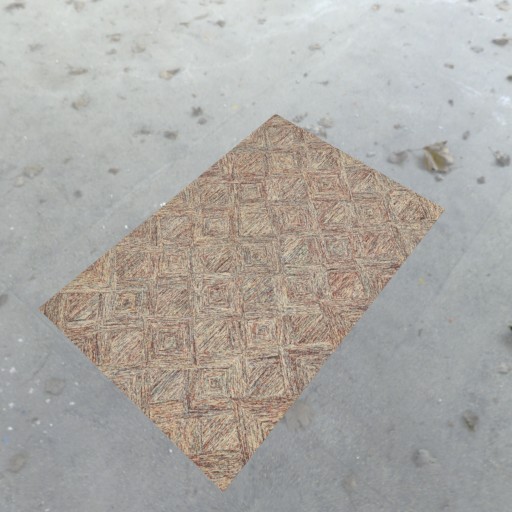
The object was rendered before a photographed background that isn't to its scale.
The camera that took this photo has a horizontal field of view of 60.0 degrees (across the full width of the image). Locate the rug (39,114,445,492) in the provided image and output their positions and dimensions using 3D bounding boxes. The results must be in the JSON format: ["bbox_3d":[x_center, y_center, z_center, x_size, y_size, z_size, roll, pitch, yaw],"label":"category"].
[{"bbox_3d":[0.000,0.000,2.889,1.523,0.019,2.285,36,64,20],"label":"rug"}]
